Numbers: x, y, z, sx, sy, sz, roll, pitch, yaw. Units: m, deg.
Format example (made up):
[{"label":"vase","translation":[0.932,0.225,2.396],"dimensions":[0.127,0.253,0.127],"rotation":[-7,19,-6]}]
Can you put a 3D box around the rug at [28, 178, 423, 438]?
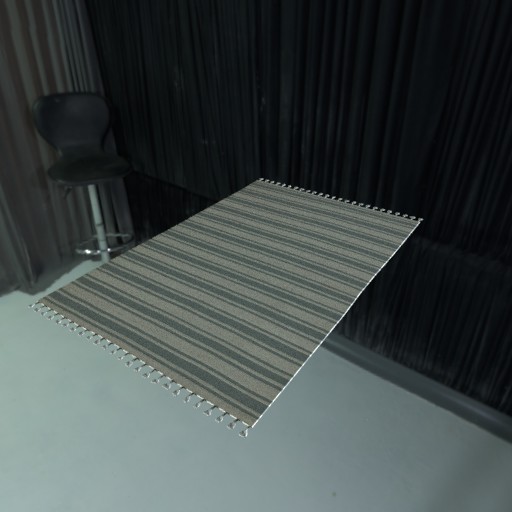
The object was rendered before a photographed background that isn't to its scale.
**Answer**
[{"label":"rug","translation":[0.000,0.000,3.018],"dimensions":[1.539,0.011,2.410],"rotation":[20,37,29]}]
